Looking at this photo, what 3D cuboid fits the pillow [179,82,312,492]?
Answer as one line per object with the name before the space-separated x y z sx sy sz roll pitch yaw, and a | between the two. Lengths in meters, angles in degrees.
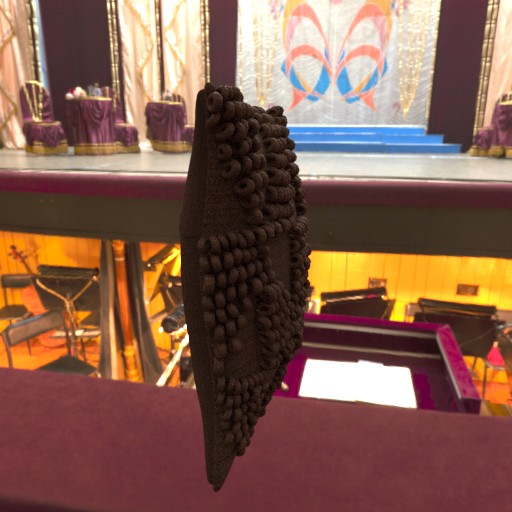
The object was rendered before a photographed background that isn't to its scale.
pillow | 0.000 0.000 0.692 0.172 0.467 0.470 3 16 9
